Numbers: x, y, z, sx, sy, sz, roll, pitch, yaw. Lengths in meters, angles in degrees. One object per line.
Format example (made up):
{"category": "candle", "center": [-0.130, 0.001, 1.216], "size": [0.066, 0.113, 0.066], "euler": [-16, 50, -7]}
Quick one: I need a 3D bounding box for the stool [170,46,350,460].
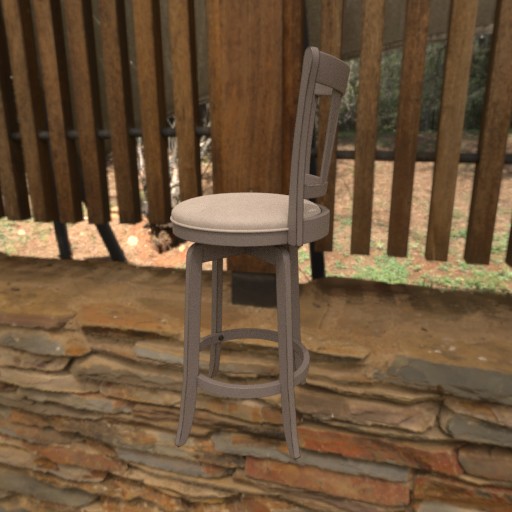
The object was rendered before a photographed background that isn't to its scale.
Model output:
{"category": "stool", "center": [0.000, 0.000, 1.271], "size": [0.475, 1.023, 0.436], "euler": [2, 16, 8]}
